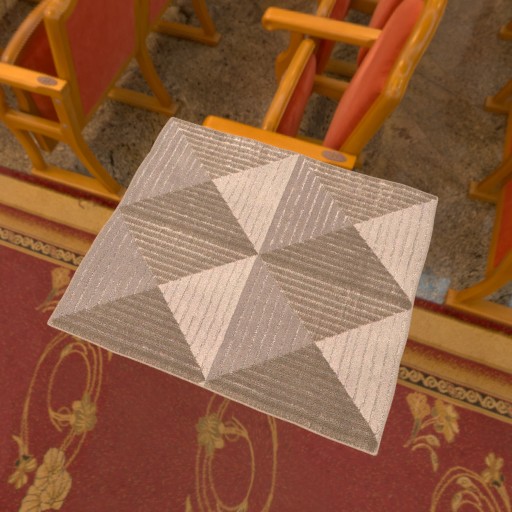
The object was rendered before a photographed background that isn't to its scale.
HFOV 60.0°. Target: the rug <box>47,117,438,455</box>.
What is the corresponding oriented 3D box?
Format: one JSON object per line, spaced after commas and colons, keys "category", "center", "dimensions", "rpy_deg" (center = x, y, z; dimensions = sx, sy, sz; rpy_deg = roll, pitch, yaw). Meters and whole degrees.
{"category": "rug", "center": [0.000, 0.000, 0.892], "dimensions": [0.642, 0.008, 0.551], "rpy_deg": [19, 66, 9]}
